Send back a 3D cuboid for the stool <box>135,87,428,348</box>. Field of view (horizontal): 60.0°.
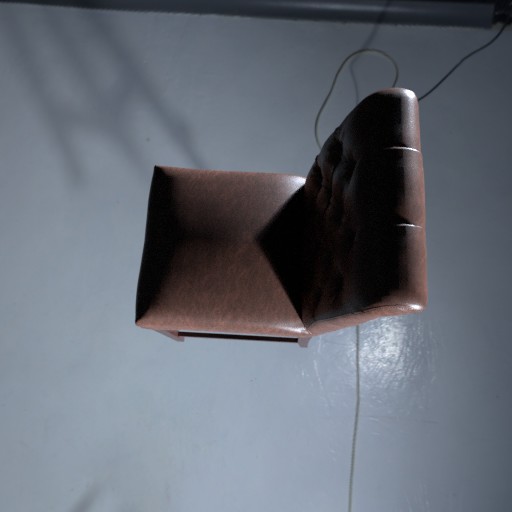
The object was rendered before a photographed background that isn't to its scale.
[{"bbox_3d":[0.000,0.000,1.360,0.660,1.084,0.486,3,75,1],"label":"stool"}]
